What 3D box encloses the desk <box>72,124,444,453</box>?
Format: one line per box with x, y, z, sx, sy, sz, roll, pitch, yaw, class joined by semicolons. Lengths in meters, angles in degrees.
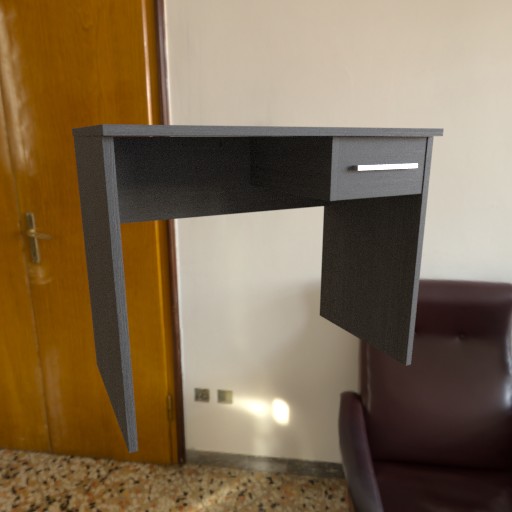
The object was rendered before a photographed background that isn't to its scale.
0.000;0.000;1.312;0.893;0.724;0.498;-8;17;-27;desk
